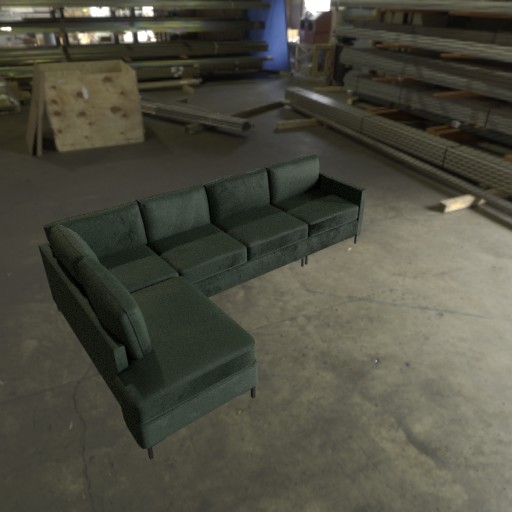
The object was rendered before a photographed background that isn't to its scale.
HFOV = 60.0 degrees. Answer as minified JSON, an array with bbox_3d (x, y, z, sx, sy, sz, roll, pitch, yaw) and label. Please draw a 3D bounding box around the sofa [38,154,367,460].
[{"bbox_3d":[0.000,0.000,4.206,3.384,0.996,2.048,-21,36,-32],"label":"sofa"}]
